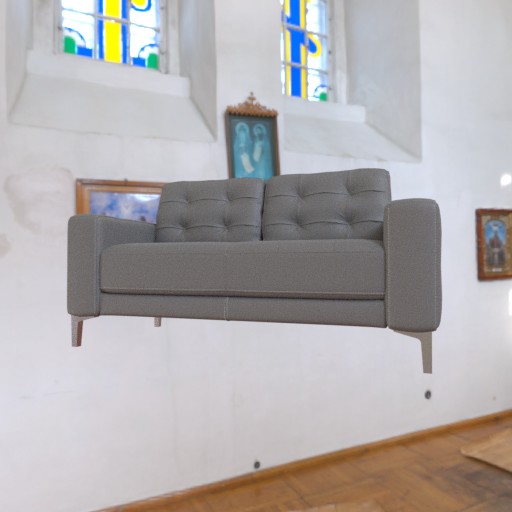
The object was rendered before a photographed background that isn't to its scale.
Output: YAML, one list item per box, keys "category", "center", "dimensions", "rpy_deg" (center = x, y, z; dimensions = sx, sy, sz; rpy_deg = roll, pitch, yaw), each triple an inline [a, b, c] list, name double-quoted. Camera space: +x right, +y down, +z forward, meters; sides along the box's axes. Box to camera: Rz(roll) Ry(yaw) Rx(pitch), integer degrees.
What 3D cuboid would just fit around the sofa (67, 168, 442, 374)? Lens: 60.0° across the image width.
- category: "sofa"
  center: [0.000, 0.000, 2.274]
  dimensions: [1.726, 0.892, 0.833]
  rpy_deg: [0, -1, 19]
